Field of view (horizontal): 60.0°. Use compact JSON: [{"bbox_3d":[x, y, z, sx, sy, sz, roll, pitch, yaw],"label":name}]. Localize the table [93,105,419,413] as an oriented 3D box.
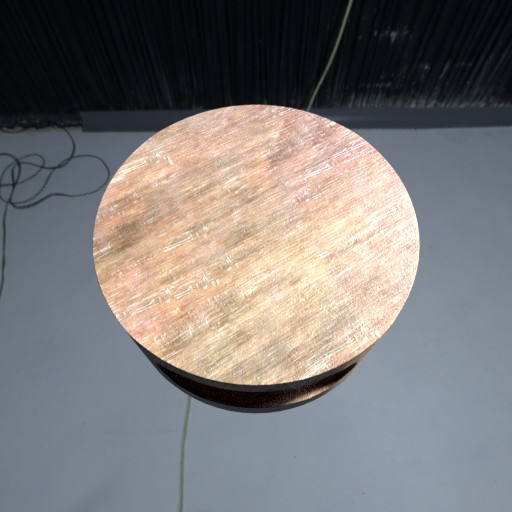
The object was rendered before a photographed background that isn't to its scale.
[{"bbox_3d":[0.000,0.000,1.538,0.974,0.450,0.974,0,62,0],"label":"table"}]
